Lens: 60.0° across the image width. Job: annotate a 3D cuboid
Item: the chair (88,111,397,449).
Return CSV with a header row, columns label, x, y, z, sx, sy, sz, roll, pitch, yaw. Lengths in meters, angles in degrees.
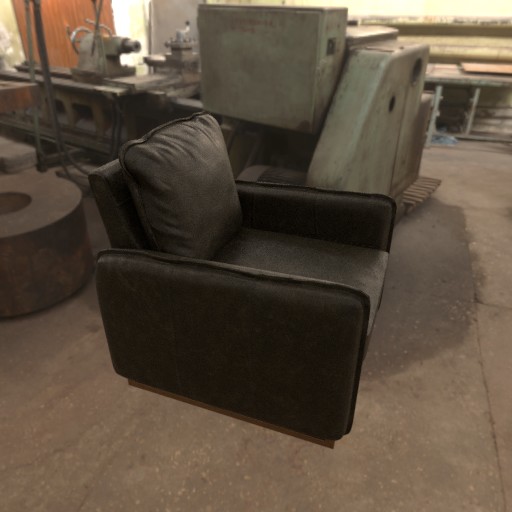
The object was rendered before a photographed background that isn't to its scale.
label,x,y,z,sx,sy,sz,roll,pitch,yaw
chair,0.000,0.000,1.642,0.921,0.921,0.830,11,31,18
